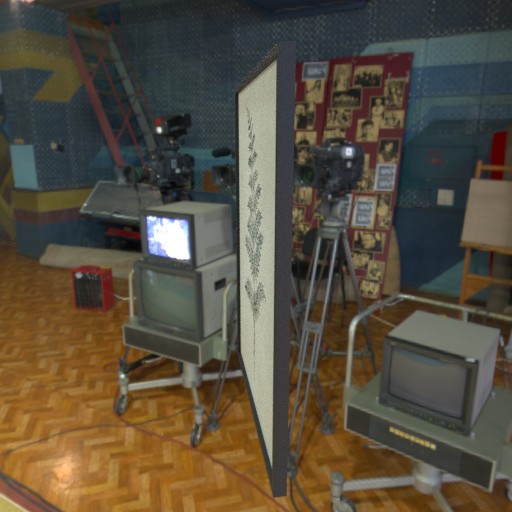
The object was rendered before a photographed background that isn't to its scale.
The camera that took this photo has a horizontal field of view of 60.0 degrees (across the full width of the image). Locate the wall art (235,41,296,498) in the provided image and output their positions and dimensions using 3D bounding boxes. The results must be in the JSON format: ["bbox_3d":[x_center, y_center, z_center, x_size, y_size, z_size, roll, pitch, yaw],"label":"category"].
[{"bbox_3d":[0.000,0.000,1.385,0.036,1.070,0.802,-2,15,-9],"label":"wall art"}]
